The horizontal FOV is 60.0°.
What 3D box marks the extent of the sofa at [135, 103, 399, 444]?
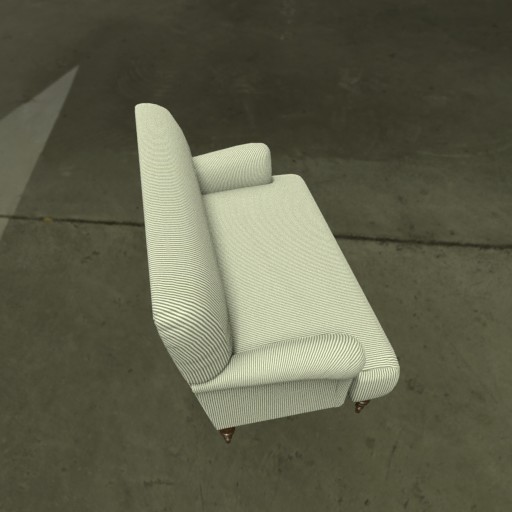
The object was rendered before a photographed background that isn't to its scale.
[{"bbox_3d":[0.000,0.000,1.824,0.779,0.889,1.297,-9,46,-9],"label":"sofa"}]
